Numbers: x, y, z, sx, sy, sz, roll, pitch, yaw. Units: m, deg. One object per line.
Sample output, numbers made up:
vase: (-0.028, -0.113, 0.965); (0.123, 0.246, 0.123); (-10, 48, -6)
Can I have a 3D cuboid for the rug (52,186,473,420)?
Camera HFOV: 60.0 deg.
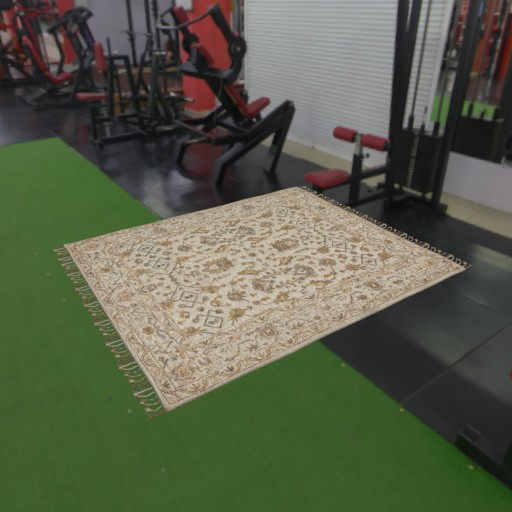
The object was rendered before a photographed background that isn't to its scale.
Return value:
rug: (0.000, 0.000, 4.077); (3.061, 0.034, 2.426); (-18, 34, -29)
